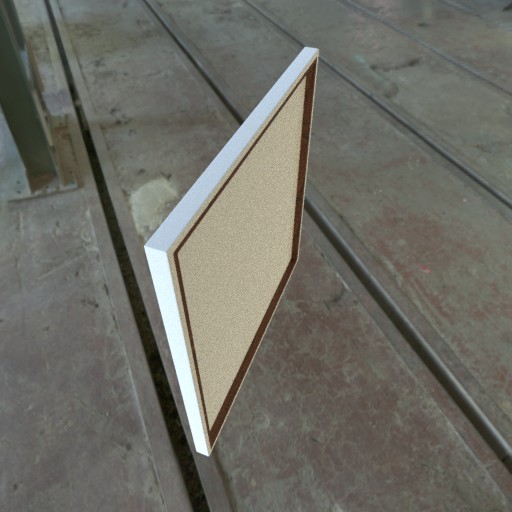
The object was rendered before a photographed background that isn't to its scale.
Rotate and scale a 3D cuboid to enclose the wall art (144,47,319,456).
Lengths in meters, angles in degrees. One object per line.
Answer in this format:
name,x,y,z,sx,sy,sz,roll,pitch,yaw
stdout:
wall art,0.000,0.000,1.125,0.037,0.757,0.757,16,48,15
